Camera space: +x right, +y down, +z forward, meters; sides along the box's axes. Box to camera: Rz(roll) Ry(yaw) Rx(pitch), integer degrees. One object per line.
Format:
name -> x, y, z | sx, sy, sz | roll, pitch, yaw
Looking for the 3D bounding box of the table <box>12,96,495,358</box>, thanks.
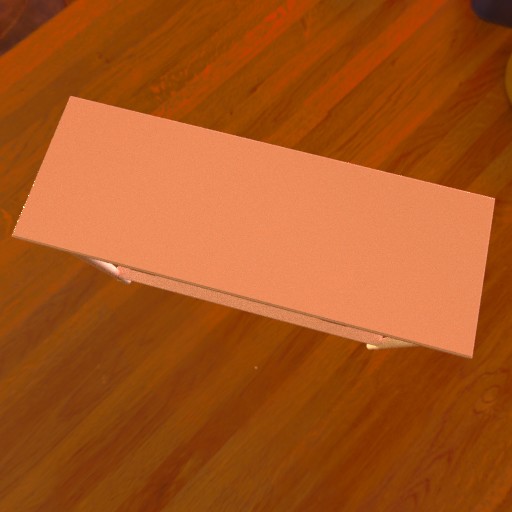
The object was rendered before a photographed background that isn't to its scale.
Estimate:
table -> 0.000, 0.000, 1.394 | 1.067, 0.749, 0.381 | 14, 76, 4
